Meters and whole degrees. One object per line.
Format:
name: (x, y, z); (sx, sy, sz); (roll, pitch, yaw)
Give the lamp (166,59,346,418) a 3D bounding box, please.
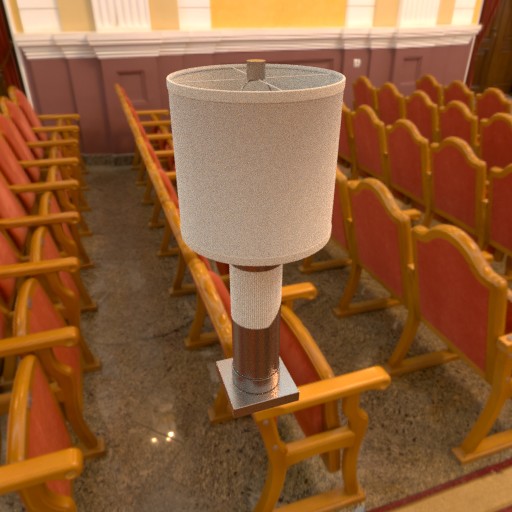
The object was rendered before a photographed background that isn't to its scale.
lamp: (0.000, 0.000, 0.627); (0.202, 0.509, 0.202); (-10, 32, -16)
